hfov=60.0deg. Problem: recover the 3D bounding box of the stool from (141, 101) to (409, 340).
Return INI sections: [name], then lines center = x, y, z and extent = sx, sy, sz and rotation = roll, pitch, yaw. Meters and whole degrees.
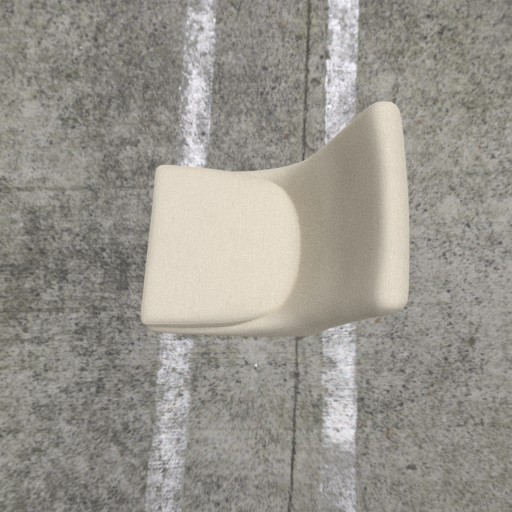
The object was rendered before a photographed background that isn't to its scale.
[stool]
center = 0.000, 0.000, 1.286
extent = 0.577, 0.981, 0.470
rotation = 2, 76, 1
